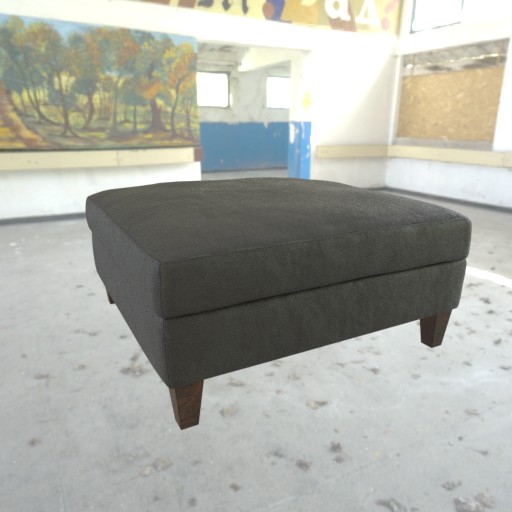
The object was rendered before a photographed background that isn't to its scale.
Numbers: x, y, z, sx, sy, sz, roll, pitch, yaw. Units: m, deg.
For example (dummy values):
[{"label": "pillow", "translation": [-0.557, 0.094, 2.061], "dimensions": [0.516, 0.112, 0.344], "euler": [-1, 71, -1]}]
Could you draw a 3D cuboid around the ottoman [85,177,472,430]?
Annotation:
[{"label": "ottoman", "translation": [0.000, 0.000, 1.311], "dimensions": [0.836, 0.415, 0.844], "euler": [-9, 19, -27]}]
